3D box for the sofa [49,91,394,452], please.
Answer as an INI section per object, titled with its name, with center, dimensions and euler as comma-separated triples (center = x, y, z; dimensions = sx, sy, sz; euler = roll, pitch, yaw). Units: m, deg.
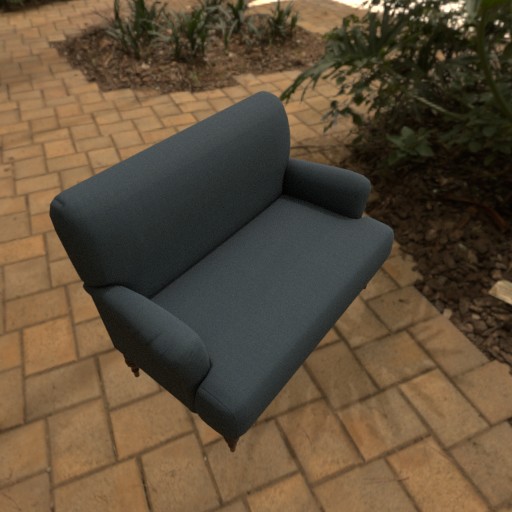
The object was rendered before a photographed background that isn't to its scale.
[sofa]
center = 0.000, 0.000, 1.849
dimensions = 0.779, 0.889, 1.297
euler = 27, 48, 27
